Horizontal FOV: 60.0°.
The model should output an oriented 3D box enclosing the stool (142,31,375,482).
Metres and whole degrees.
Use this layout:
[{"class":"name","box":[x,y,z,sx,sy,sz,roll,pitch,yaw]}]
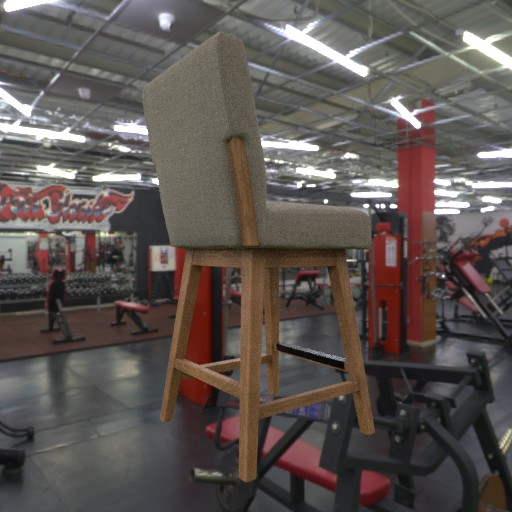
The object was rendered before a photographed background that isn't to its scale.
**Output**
[{"class":"stool","box":[0.000,0.000,1.288,0.526,1.010,0.459,-1,1,-37]}]
